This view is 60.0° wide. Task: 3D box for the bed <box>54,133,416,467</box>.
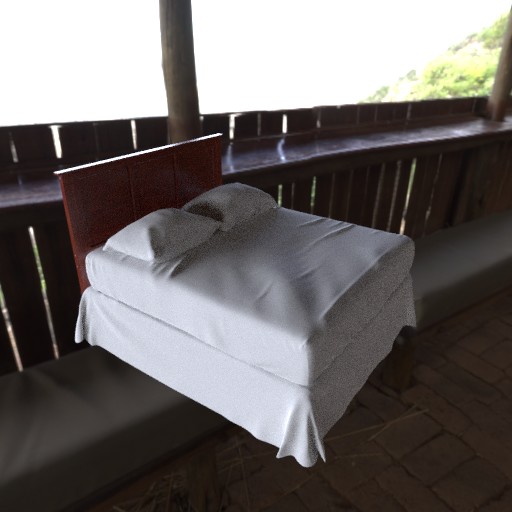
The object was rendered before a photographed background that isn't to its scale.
[{"bbox_3d":[0.000,0.000,3.198,2.050,1.270,1.870,17,31,32],"label":"bed"}]
